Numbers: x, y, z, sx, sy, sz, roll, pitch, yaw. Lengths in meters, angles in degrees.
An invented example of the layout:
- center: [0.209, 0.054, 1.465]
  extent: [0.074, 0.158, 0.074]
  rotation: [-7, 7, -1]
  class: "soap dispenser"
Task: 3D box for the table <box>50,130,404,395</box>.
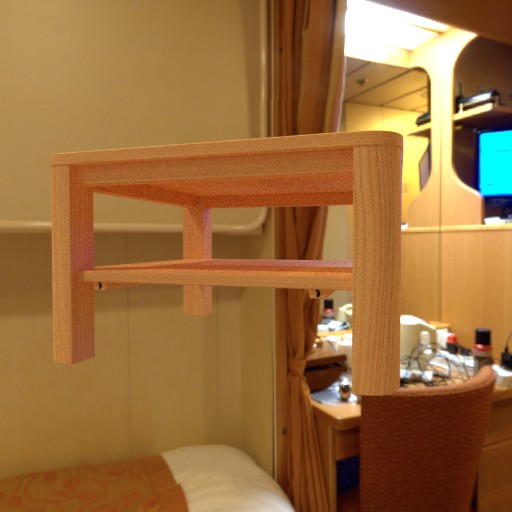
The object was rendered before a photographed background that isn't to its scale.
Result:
- center: [0.000, 0.000, 1.202]
  extent: [0.750, 0.450, 0.750]
  rotation: [1, 2, 18]
  class: "table"
